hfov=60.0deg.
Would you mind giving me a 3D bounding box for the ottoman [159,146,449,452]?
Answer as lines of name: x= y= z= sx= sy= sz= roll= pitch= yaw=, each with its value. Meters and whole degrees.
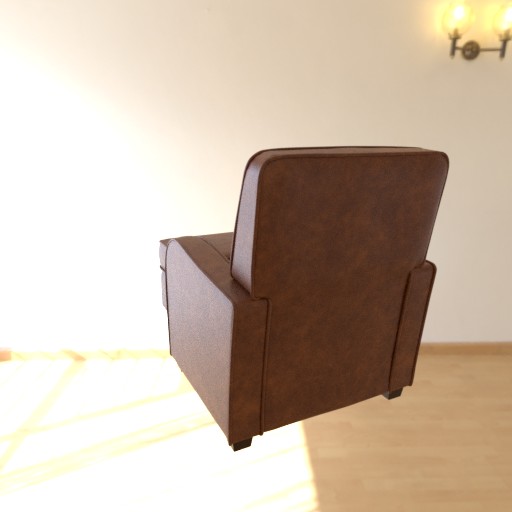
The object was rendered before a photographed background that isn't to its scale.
ottoman: x=0.000 y=0.000 z=1.829 sx=0.732 sy=0.904 sz=1.314 roll=-7 pitch=17 yaw=-26
